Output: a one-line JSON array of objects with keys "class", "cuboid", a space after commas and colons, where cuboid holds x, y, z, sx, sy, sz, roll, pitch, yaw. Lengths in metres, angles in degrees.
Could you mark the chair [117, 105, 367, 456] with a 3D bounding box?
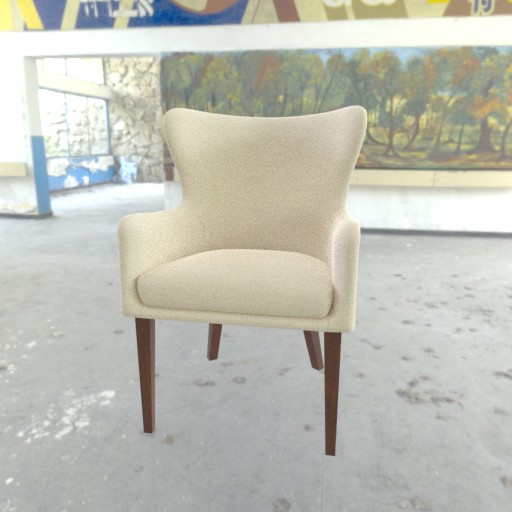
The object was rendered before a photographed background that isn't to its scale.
[{"class": "chair", "cuboid": [0.000, 0.000, 1.514, 0.696, 0.990, 0.744, 3, 15, 10]}]
